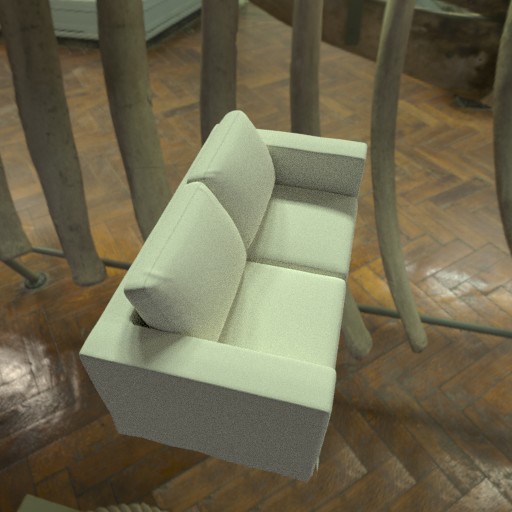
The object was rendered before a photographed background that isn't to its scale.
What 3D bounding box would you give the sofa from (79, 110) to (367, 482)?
[{"bbox_3d":[0.000,0.000,2.381,1.009,0.932,1.813,10,47,10],"label":"sofa"}]
